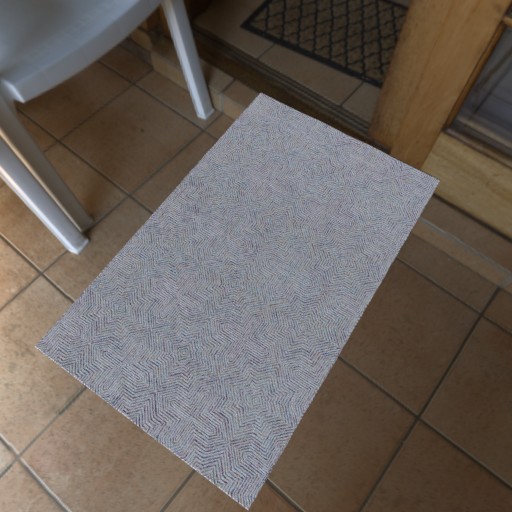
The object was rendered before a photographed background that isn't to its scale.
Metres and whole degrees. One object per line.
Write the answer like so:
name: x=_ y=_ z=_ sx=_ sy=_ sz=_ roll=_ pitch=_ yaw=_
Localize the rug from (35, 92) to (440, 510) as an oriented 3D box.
rug: x=0.000 y=0.000 z=2.866 sx=1.519 sy=0.007 sz=2.428 roll=31 pitch=68 yaw=14
